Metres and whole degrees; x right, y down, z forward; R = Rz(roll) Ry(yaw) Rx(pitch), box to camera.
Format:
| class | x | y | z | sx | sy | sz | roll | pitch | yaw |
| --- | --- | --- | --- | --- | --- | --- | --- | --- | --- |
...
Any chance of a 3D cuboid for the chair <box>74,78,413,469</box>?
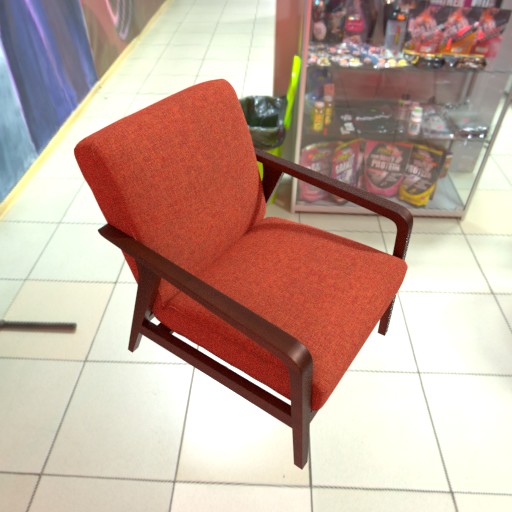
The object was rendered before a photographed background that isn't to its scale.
| class | x | y | z | sx | sy | sz | roll | pitch | yaw |
| --- | --- | --- | --- | --- | --- | --- | --- | --- | --- |
| chair | 0.000 | 0.000 | 1.476 | 0.860 | 0.890 | 0.719 | 25 | 48 | 25 |
